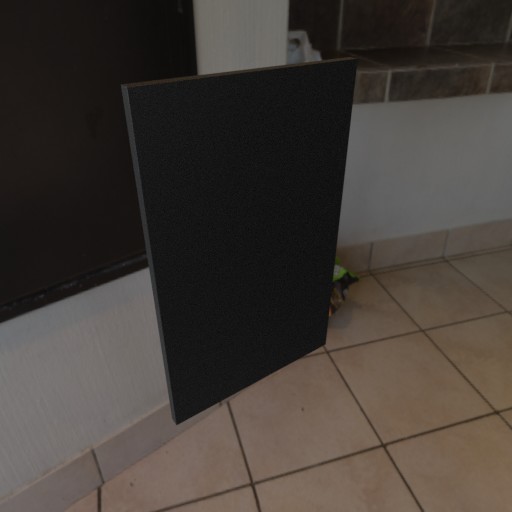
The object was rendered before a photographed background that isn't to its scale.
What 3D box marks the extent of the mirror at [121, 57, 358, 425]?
[{"bbox_3d":[0.000,0.000,1.553,0.762,1.219,0.038,-20,37,-29],"label":"mirror"}]
